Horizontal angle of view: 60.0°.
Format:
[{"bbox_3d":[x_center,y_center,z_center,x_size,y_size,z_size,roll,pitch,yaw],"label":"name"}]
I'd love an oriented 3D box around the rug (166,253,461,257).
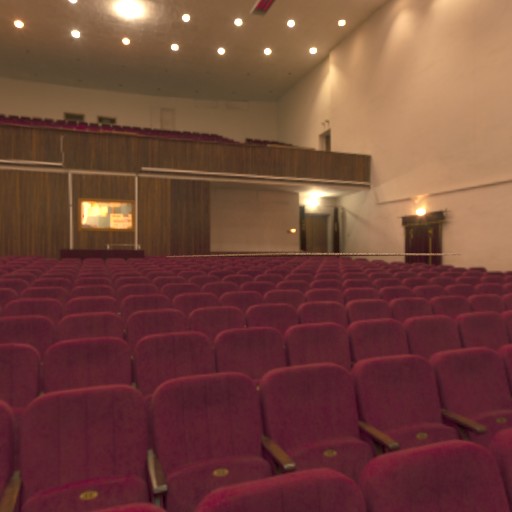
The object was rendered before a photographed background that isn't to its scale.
[{"bbox_3d":[0.000,0.000,2.614,0.688,0.005,2.437,0,0,-20],"label":"rug"}]
